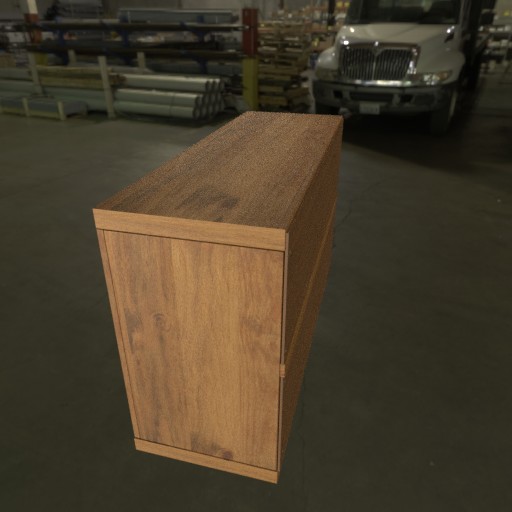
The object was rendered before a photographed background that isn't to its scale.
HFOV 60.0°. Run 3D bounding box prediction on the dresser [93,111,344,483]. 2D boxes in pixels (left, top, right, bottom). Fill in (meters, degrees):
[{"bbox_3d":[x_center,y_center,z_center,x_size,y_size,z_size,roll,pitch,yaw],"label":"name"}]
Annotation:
[{"bbox_3d":[0.000,0.000,1.673,0.479,0.825,1.261,7,29,13],"label":"dresser"}]
